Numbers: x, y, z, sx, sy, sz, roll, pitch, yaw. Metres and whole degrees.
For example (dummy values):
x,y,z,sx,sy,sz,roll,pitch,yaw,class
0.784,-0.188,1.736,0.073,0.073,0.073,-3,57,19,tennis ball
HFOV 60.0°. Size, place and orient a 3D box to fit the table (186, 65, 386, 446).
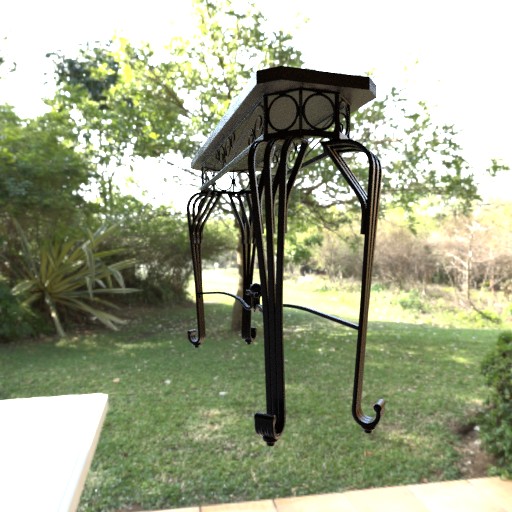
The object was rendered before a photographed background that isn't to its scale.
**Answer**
x,y,z,sx,sy,sz,roll,pitch,yaw,class
0.000,0.000,1.469,0.329,0.800,1.112,0,0,-16,table
